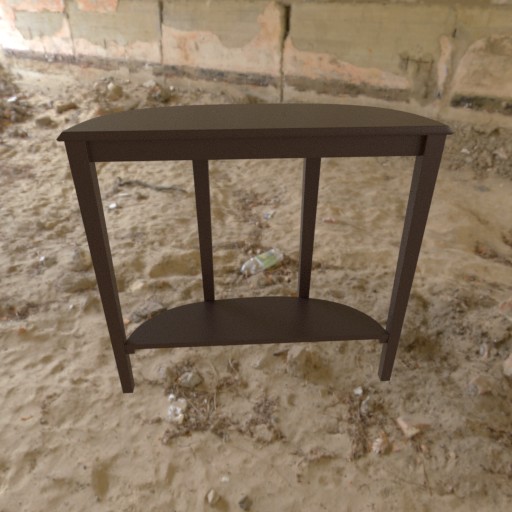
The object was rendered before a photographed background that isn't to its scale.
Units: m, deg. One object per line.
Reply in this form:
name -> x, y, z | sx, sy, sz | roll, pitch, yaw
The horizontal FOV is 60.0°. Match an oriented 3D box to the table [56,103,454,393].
table -> 0.000, 0.000, 1.332 | 0.909, 0.831, 0.274 | -2, 31, -3
